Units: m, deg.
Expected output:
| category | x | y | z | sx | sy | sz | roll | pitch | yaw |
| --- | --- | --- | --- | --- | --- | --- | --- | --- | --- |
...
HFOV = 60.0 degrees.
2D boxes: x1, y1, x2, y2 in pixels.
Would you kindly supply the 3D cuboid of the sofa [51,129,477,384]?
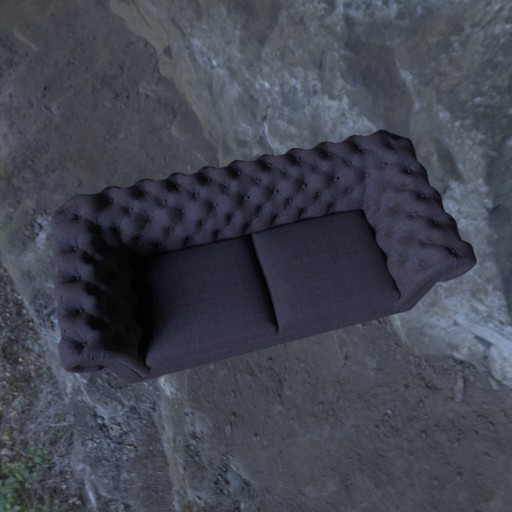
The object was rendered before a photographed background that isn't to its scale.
| category | x | y | z | sx | sy | sz | roll | pitch | yaw |
| --- | --- | --- | --- | --- | --- | --- | --- | --- | --- |
| sofa | 0.000 | 0.000 | 2.527 | 2.048 | 0.780 | 0.944 | -13 | 64 | -7 |
